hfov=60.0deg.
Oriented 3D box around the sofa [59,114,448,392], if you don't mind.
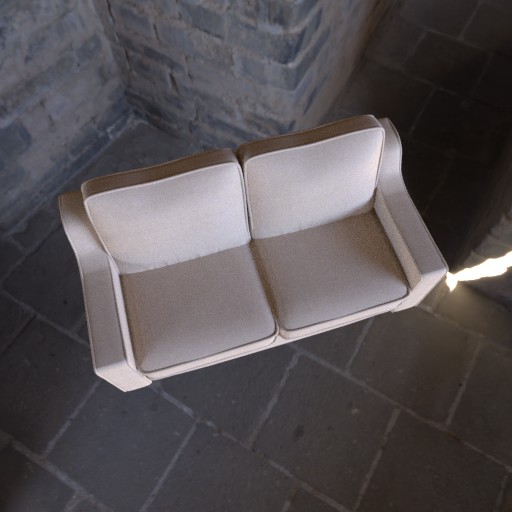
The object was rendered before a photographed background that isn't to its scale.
[{"bbox_3d":[0.000,0.000,3.511,2.587,1.562,1.351,-15,65,-7],"label":"sofa"}]
